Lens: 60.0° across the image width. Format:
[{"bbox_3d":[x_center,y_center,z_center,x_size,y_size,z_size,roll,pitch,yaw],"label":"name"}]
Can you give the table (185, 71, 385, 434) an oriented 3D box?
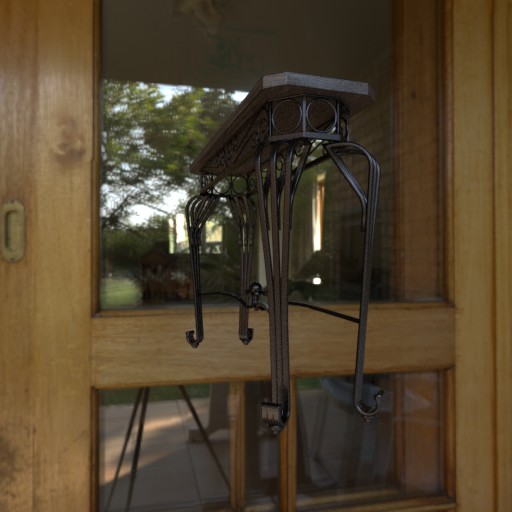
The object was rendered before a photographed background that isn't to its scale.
[{"bbox_3d":[0.000,0.000,1.513,0.329,0.800,1.112,0,-1,-18],"label":"table"}]
